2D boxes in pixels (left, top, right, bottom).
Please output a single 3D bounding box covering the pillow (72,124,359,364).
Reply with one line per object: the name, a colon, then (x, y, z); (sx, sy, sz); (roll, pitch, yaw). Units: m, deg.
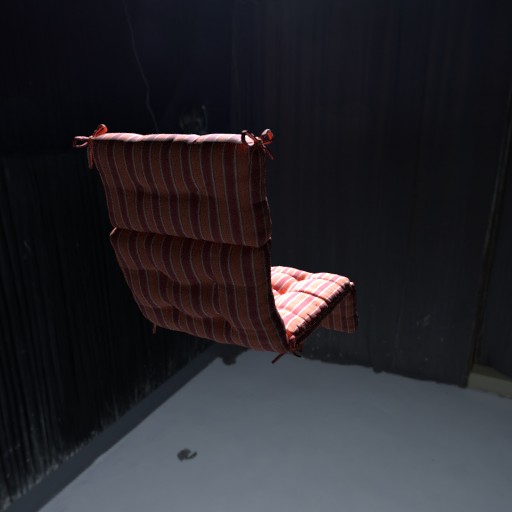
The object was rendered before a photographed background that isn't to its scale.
pillow: (0.000, 0.000, 1.520); (0.526, 0.863, 1.016); (9, 18, 27)
